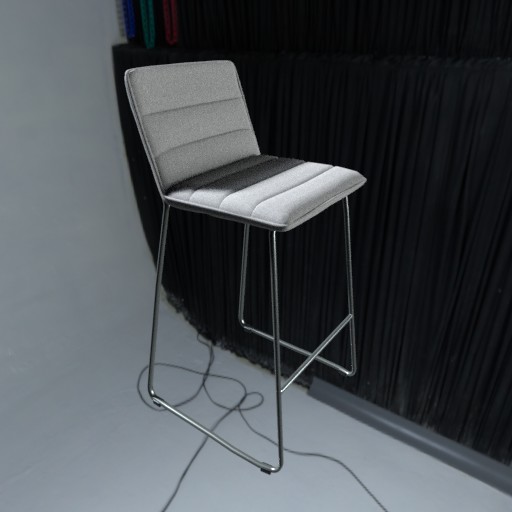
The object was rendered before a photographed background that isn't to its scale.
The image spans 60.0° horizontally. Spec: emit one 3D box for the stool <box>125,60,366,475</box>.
[{"bbox_3d":[0.000,0.000,1.220,0.490,0.960,0.490,18,33,32],"label":"stool"}]
